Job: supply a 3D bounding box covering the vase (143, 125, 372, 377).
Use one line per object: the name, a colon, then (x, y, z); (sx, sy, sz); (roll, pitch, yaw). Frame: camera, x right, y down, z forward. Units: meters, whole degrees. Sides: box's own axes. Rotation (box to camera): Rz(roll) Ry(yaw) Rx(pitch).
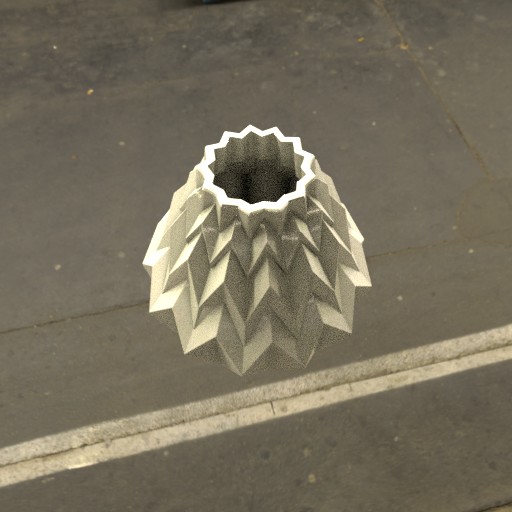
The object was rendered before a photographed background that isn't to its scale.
vase: (0.000, 0.000, 0.313); (0.164, 0.185, 0.164); (0, 58, 0)
